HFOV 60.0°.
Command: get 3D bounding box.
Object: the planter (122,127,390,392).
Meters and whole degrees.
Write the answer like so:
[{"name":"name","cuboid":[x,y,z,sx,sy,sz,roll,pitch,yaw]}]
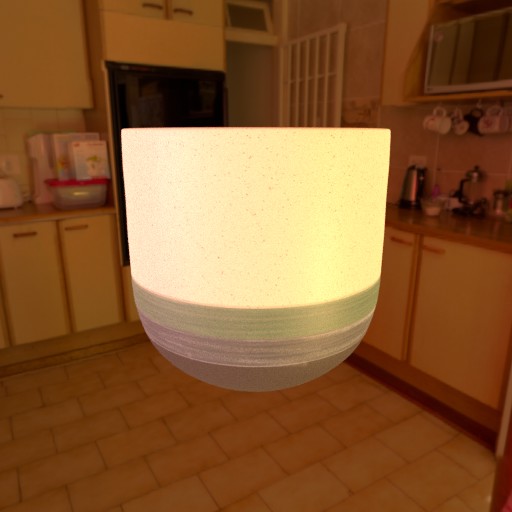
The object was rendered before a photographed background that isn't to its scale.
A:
[{"name":"planter","cuboid":[0.000,0.000,0.491,0.268,0.270,0.268,0,15,0]}]
